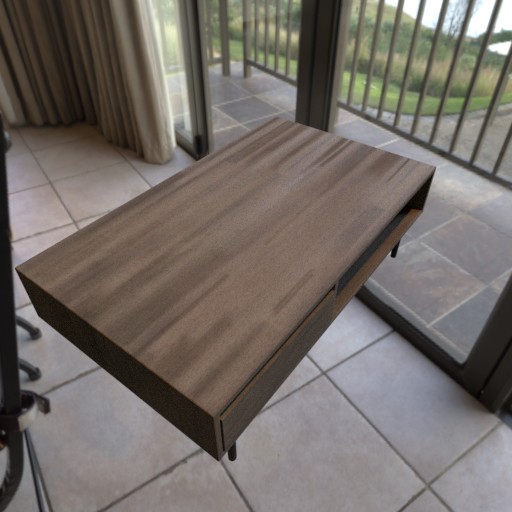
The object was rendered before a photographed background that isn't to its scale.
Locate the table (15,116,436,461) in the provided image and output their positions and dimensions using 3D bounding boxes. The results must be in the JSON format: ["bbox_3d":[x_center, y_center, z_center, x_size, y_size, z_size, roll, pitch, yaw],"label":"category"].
[{"bbox_3d":[0.000,0.000,1.364,0.643,0.347,1.088,27,48,27],"label":"table"}]
